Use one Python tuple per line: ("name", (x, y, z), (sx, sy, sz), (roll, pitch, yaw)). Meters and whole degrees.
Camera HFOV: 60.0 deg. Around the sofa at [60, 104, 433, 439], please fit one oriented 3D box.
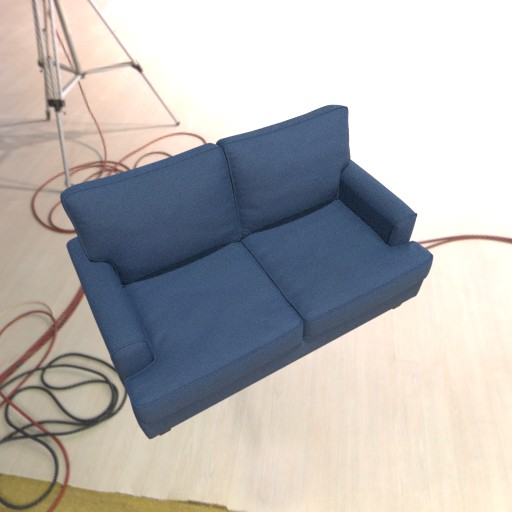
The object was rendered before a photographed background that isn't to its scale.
("sofa", (0.000, 0.000, 2.252), (1.651, 0.965, 0.965), (-23, 52, -20))
